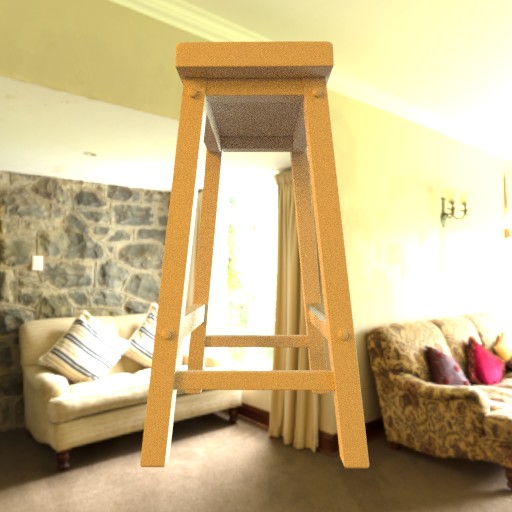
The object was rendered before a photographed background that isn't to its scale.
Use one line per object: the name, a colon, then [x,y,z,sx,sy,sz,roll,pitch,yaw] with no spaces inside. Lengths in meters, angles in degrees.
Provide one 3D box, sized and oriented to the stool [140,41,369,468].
stool: [0.000,0.000,0.835,0.322,0.610,0.406,0,-2,1]
